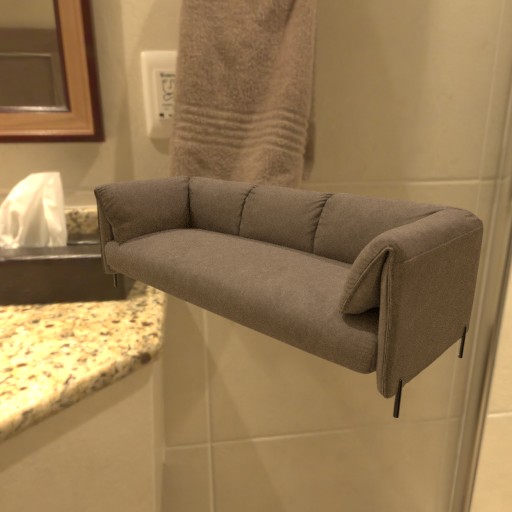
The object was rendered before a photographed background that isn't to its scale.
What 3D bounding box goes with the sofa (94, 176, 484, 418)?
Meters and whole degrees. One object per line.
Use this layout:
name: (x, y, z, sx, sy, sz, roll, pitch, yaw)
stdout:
sofa: (0.000, 0.000, 2.620, 2.238, 0.758, 0.899, 15, 22, 42)
